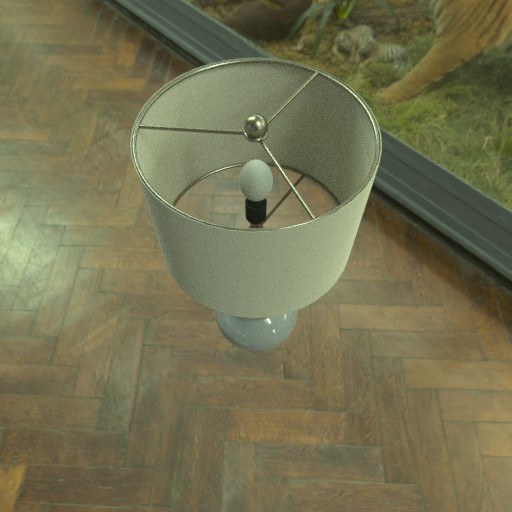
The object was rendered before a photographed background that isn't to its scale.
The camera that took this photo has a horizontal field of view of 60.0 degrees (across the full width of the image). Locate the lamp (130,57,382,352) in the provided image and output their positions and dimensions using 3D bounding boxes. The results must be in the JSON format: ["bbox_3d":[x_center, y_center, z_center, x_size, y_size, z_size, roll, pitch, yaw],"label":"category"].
[{"bbox_3d":[0.000,0.000,0.937,0.367,0.730,0.367,14,58,9],"label":"lamp"}]
